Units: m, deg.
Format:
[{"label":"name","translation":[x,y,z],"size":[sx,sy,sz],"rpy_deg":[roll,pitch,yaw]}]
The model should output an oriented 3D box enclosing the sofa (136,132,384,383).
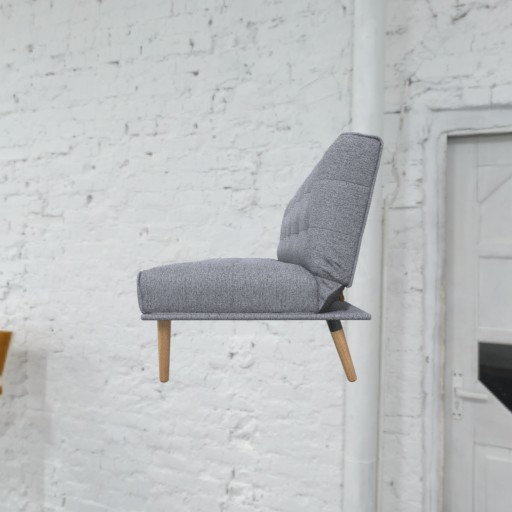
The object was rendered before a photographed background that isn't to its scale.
[{"label":"sofa","translation":[0.000,0.000,2.329],"size":[0.810,0.830,1.820],"rpy_deg":[0,0,0]}]
